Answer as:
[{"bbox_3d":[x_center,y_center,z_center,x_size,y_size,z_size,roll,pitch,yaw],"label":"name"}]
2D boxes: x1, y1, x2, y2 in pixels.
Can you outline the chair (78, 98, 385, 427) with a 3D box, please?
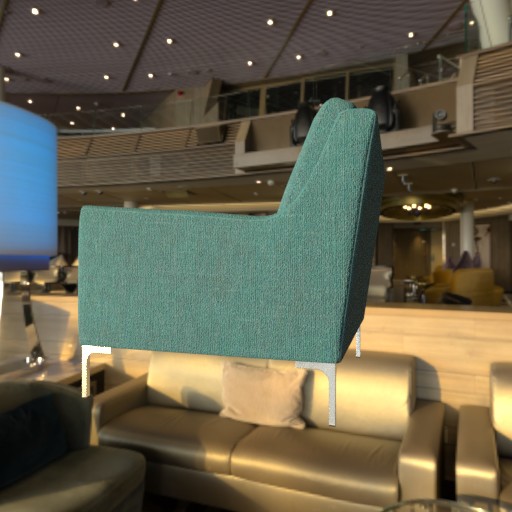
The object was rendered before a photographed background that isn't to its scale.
[{"bbox_3d":[0.000,0.000,1.545,0.849,0.828,0.847,0,0,18],"label":"chair"}]
